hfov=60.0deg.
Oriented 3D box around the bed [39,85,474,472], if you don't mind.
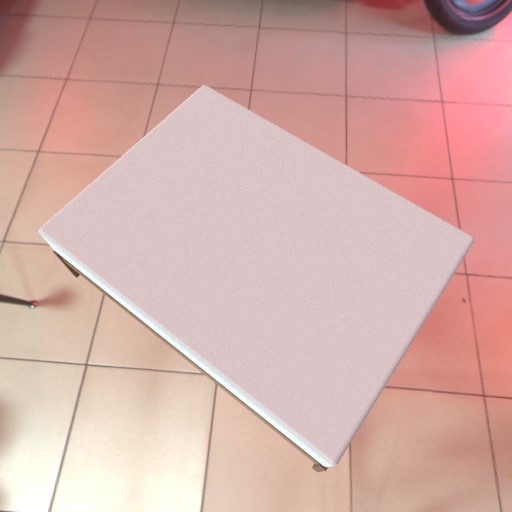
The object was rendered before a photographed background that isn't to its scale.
[{"bbox_3d":[0.000,0.000,2.806,2.050,0.593,1.529,34,68,16],"label":"bed"}]
